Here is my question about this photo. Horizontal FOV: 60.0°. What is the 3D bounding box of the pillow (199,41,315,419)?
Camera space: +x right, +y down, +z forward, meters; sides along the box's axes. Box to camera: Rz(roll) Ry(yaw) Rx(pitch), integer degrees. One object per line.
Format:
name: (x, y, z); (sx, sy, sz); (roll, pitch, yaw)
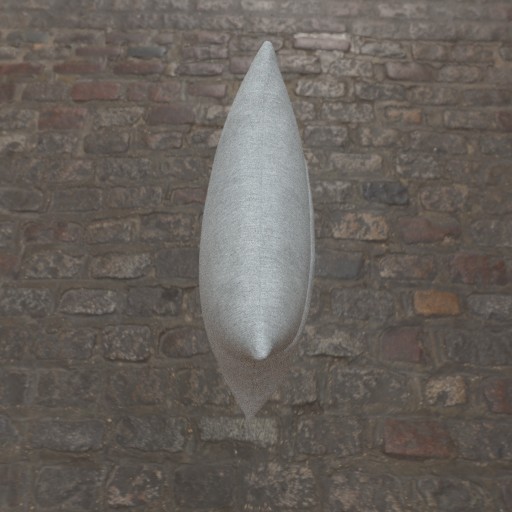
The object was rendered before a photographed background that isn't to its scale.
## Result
pillow: (0.000, 0.000, 0.692); (0.173, 0.436, 0.433); (1, 63, 1)
